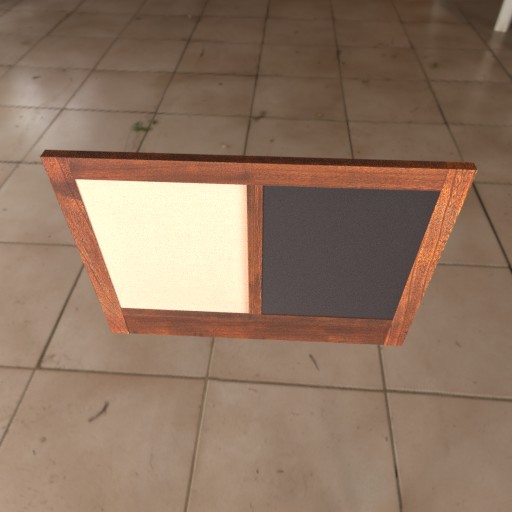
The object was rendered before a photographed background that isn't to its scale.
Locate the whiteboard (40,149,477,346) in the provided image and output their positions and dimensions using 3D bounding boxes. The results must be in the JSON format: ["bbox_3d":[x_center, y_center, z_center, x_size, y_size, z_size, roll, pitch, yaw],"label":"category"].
[{"bbox_3d":[0.000,0.000,1.005,0.768,0.553,0.083,2,46,2],"label":"whiteboard"}]
